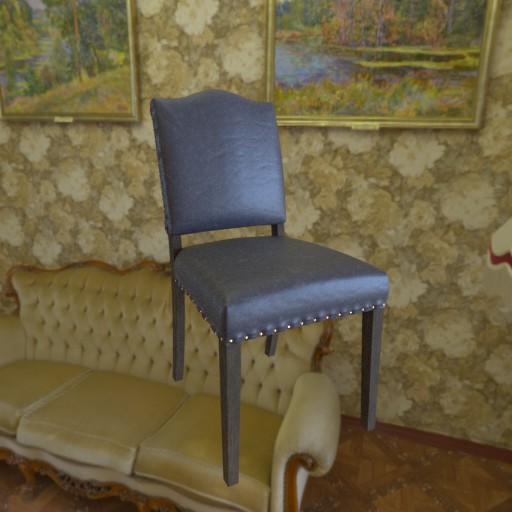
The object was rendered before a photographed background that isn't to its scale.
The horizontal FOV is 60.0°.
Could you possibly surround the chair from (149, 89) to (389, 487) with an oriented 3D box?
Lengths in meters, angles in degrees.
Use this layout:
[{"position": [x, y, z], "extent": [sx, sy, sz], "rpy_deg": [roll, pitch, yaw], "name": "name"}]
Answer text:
[{"position": [0.000, 0.000, 1.346], "extent": [0.500, 0.991, 0.633], "rpy_deg": [-8, 18, -27], "name": "chair"}]
